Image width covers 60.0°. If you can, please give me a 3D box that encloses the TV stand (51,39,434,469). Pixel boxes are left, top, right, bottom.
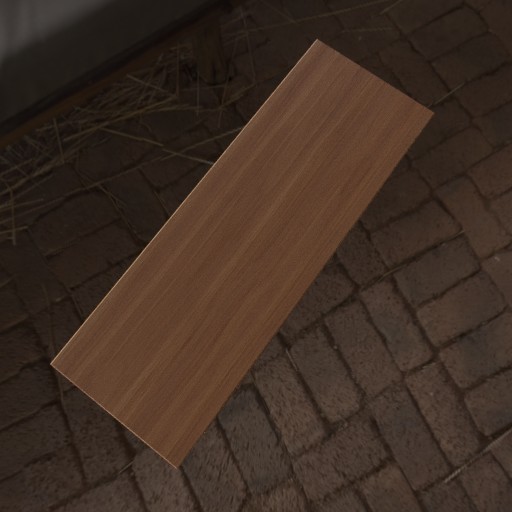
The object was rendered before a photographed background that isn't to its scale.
[{"bbox_3d":[0.000,0.000,1.483,0.417,0.607,1.181,36,80,8],"label":"TV stand"}]
